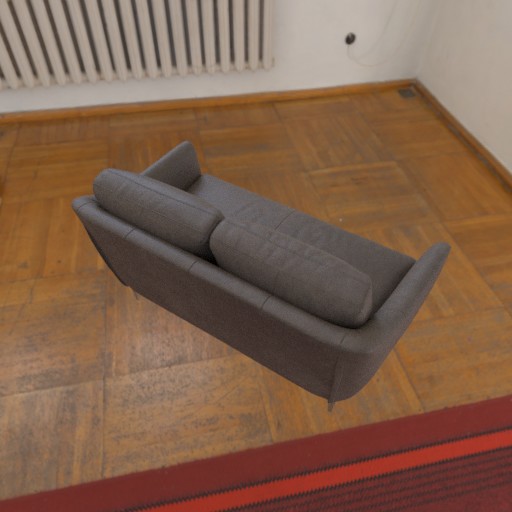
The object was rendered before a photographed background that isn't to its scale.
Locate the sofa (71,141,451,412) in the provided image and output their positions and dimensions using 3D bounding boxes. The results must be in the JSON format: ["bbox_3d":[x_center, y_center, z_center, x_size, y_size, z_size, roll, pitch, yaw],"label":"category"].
[{"bbox_3d":[0.000,0.000,2.222,1.619,0.902,0.960,25,51,22],"label":"sofa"}]
